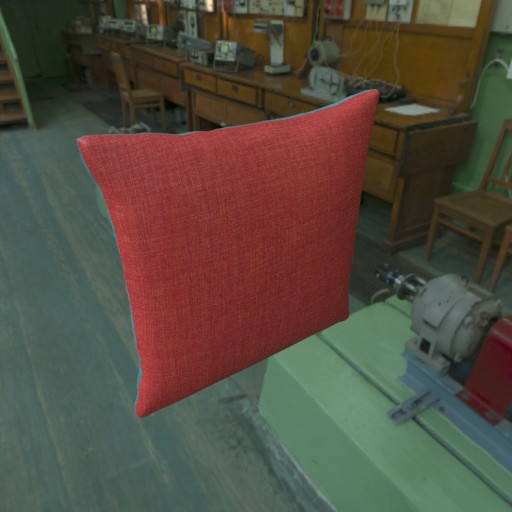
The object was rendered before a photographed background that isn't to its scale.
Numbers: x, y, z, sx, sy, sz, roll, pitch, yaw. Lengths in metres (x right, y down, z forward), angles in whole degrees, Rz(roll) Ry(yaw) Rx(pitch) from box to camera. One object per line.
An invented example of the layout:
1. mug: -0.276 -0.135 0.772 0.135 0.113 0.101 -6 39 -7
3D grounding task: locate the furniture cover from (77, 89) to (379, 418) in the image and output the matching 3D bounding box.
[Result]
1. furniture cover: 0.000 0.000 0.781 0.517 0.508 0.158 -19 36 -29
